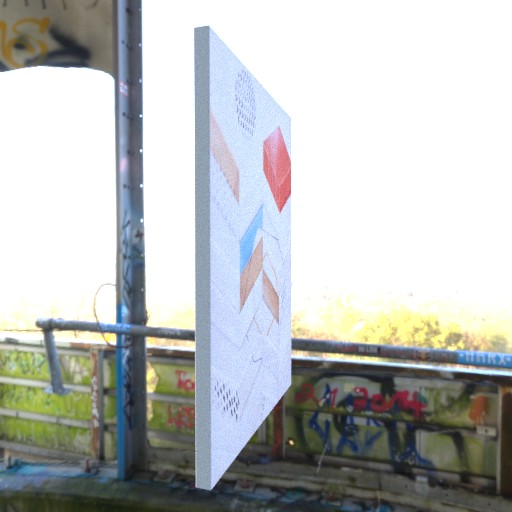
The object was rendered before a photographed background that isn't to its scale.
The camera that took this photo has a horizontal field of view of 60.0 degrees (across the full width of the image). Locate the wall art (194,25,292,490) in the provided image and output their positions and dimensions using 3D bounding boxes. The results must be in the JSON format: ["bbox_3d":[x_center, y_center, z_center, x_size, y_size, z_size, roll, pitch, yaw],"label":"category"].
[{"bbox_3d":[0.000,0.000,1.600,0.046,1.221,0.914,1,2,18],"label":"wall art"}]
